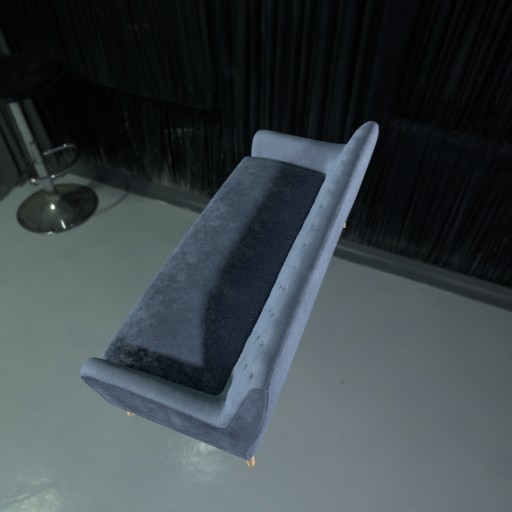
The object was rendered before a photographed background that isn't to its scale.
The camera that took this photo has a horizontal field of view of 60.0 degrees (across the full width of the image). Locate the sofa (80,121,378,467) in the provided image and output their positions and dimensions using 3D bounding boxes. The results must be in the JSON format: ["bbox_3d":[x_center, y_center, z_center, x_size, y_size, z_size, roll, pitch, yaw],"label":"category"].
[{"bbox_3d":[0.000,0.000,2.389,0.841,0.832,1.975,16,49,15],"label":"sofa"}]
